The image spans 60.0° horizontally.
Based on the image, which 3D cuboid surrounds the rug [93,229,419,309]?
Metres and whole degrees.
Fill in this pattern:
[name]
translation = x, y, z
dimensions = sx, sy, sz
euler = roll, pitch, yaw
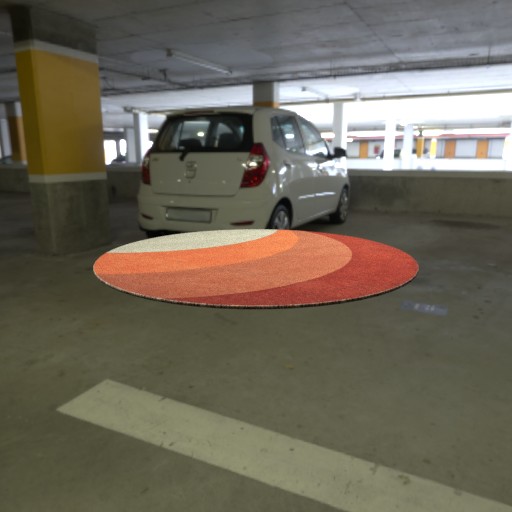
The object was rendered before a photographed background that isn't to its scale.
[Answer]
[rug]
translation = 0.000, 0.000, 2.189
dimensions = 1.514, 0.015, 1.514
euler = 0, 13, 0
